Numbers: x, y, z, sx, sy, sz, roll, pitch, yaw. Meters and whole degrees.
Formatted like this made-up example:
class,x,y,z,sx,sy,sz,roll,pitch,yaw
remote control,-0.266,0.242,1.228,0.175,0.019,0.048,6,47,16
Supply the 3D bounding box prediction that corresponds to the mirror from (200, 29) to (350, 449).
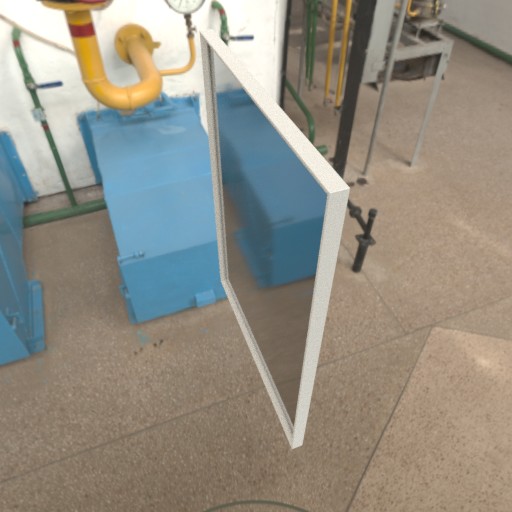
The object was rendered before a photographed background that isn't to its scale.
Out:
class,x,y,z,sx,sy,sz,roll,pitch,yaw
mirror,0.000,0.000,1.306,0.041,1.016,0.762,-15,47,-14
